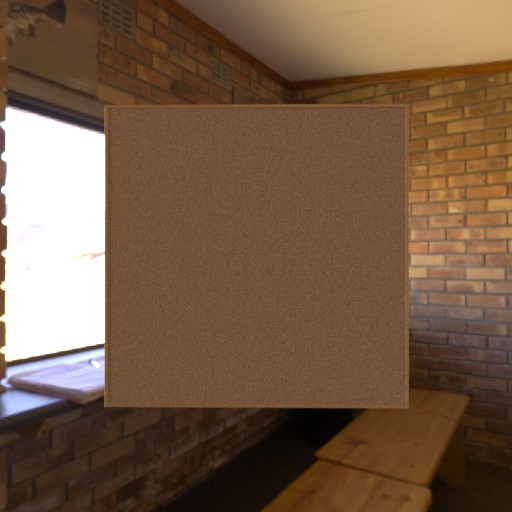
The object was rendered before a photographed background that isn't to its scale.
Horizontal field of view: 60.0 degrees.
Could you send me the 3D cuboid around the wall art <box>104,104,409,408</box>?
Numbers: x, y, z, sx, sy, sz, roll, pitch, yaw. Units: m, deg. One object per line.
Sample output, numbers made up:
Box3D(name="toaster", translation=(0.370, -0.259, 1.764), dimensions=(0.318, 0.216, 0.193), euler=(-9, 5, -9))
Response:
Box3D(name="wall art", translation=(0.000, 0.000, 0.672), dimensions=(0.457, 0.455, 0.013), euler=(0, 0, 1))
